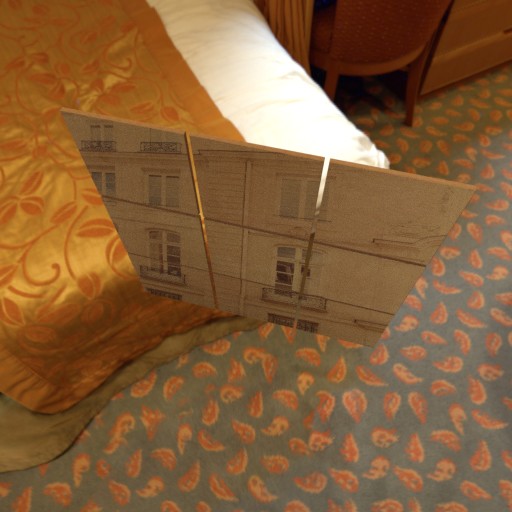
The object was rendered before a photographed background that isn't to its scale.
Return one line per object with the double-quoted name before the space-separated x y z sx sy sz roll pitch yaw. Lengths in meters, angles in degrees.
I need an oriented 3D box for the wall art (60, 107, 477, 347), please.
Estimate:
"wall art" 0.000 0.000 1.338 0.915 0.913 0.018 13 59 8
